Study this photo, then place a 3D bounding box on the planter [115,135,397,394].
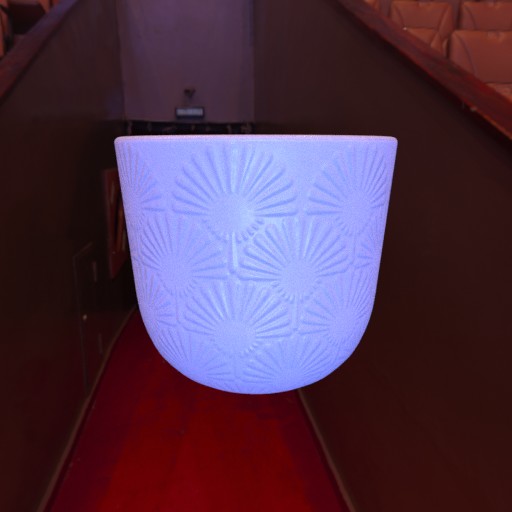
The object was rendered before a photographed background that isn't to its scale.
[{"bbox_3d":[0.000,0.000,0.295,0.170,0.152,0.170,0,14,0],"label":"planter"}]
